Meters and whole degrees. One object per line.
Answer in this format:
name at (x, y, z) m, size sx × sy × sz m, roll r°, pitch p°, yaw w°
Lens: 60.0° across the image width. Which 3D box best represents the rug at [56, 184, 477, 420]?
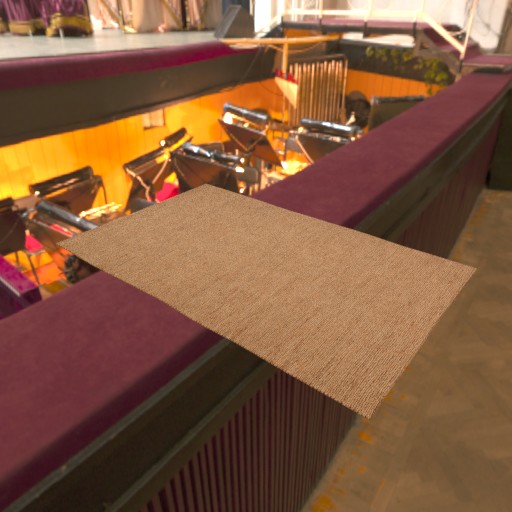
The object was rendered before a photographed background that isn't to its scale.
rug at (0.000, 0.000, 3.009) m, size 2.439 × 0.011 × 1.533 m, roll 22°, pitch 37°, yaw 33°
